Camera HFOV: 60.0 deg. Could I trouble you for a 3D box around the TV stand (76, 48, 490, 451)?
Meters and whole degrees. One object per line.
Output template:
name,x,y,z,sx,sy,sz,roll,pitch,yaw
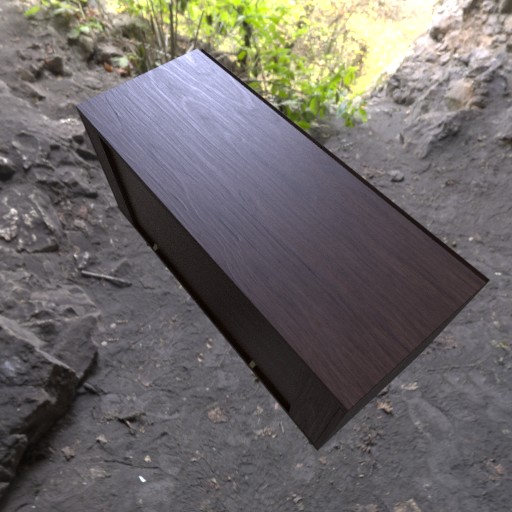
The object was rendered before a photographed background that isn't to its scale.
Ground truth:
TV stand,0.000,0.000,1.298,0.405,0.660,0.990,-35,64,-19
